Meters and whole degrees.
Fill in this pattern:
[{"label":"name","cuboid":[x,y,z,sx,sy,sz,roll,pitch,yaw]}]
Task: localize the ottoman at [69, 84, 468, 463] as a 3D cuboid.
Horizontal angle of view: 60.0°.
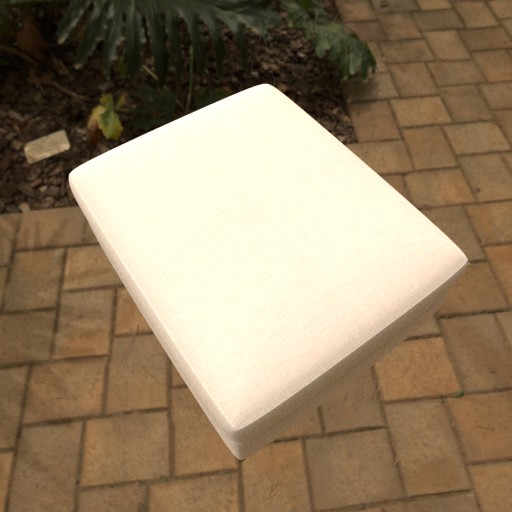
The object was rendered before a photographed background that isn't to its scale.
[{"label":"ottoman","cuboid":[0.000,0.000,1.193,0.657,0.453,0.794,-31,63,-18]}]
